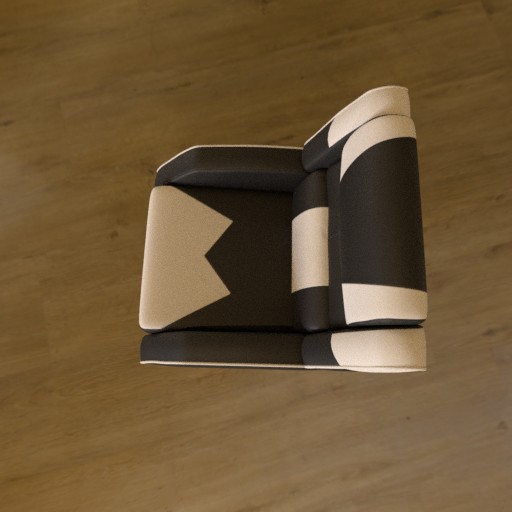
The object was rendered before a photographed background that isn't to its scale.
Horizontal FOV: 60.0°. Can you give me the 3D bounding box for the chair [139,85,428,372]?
[{"bbox_3d":[0.000,0.000,1.253,0.672,0.805,0.620,1,76,0],"label":"chair"}]
